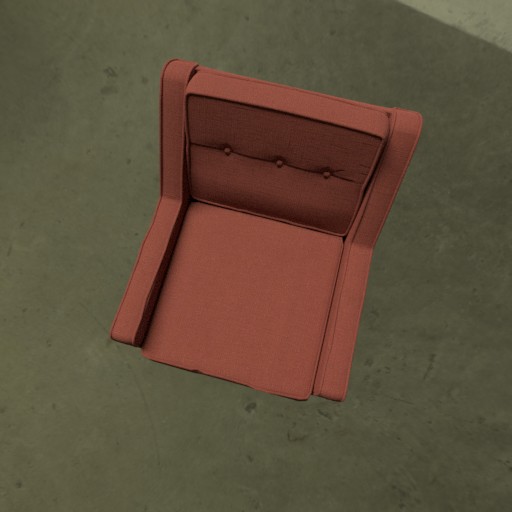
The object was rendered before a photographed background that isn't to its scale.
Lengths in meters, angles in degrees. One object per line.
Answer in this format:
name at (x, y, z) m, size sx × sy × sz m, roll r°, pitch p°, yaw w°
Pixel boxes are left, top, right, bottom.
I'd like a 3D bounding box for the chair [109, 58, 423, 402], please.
chair at (0.000, 0.000, 1.370) m, size 0.680 × 0.812 × 0.770 m, roll 14°, pitch 75°, yaw 4°
